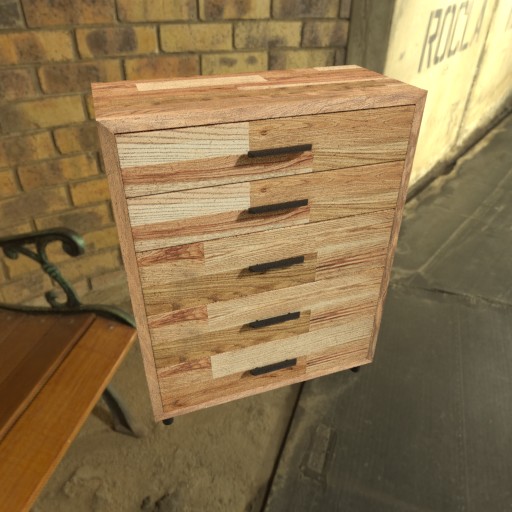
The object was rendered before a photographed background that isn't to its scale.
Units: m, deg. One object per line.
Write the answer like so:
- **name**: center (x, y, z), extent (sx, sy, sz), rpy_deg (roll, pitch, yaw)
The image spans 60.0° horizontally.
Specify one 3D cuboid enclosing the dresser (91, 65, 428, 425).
- **dresser**: center (0.000, 0.000, 1.713), extent (0.966, 1.243, 0.480), rpy_deg (-11, 35, -16)
